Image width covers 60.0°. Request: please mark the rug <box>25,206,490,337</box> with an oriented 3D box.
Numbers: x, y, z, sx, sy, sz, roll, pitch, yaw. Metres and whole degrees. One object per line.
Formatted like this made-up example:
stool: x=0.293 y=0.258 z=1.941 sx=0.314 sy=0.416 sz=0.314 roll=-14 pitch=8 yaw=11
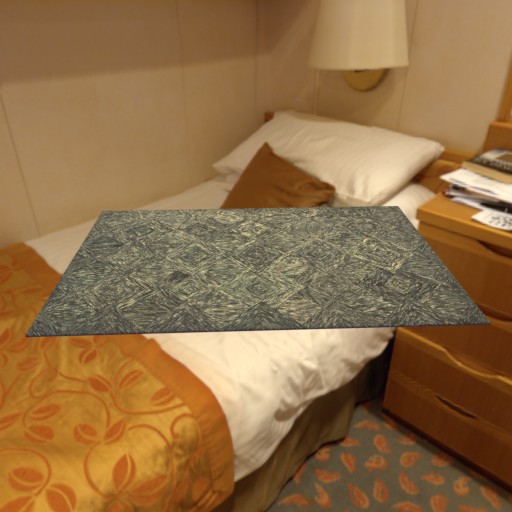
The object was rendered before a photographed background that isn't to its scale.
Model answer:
rug: x=0.000 y=0.000 z=2.854 sx=2.330 sy=0.017 sz=1.478 roll=-1 pitch=30 yaw=-2
